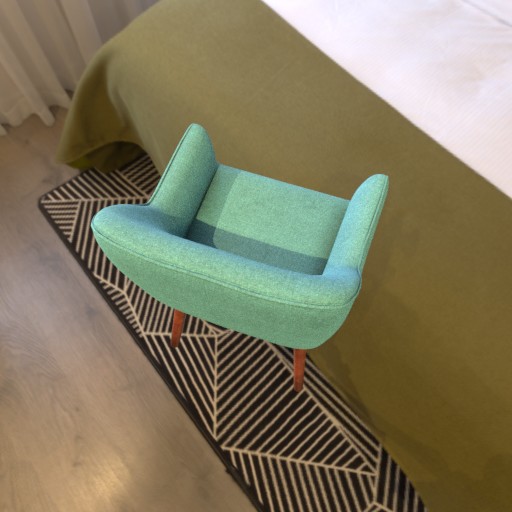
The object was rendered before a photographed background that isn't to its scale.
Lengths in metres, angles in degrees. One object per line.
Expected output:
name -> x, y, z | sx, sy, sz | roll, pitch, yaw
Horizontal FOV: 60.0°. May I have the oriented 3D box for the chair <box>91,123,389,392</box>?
chair -> 0.000, 0.000, 1.172 | 0.543, 0.803, 0.519 | 17, 64, 9
